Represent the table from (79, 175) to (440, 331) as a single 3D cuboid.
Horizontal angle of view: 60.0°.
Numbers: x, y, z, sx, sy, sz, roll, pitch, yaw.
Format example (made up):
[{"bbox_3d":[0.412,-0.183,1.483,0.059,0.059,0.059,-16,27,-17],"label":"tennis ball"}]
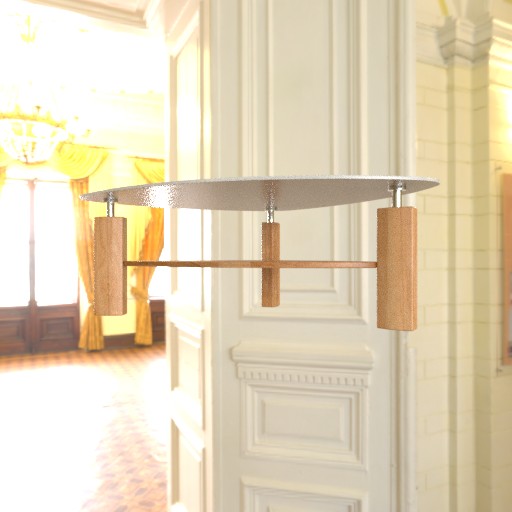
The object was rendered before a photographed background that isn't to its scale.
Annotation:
[{"bbox_3d":[0.000,0.000,1.661,1.250,0.440,0.850,0,0,18],"label":"table"}]
